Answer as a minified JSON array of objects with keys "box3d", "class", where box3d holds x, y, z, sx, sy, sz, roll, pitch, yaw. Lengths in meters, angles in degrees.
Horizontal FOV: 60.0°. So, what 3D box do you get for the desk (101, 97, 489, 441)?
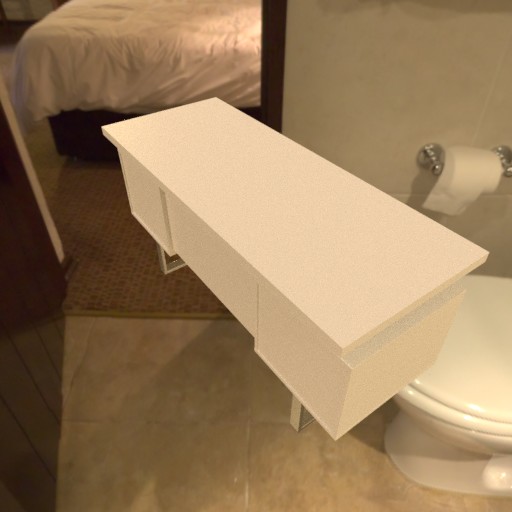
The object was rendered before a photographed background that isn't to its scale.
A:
[{"box3d":[0.000,0.000,1.898,0.603,0.773,1.530,-25,46,-27],"class":"desk"}]
